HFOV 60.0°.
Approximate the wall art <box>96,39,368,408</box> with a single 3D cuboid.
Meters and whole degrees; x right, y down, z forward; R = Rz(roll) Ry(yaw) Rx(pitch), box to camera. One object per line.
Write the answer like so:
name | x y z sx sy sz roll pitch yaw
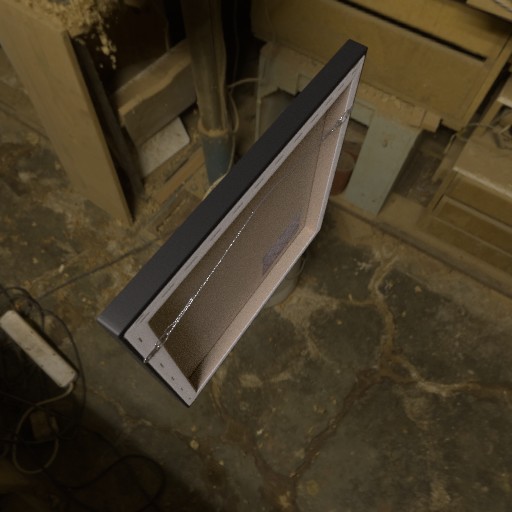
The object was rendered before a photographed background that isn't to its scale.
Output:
wall art | 0.000 0.000 0.907 0.043 0.611 0.610 32 68 15
